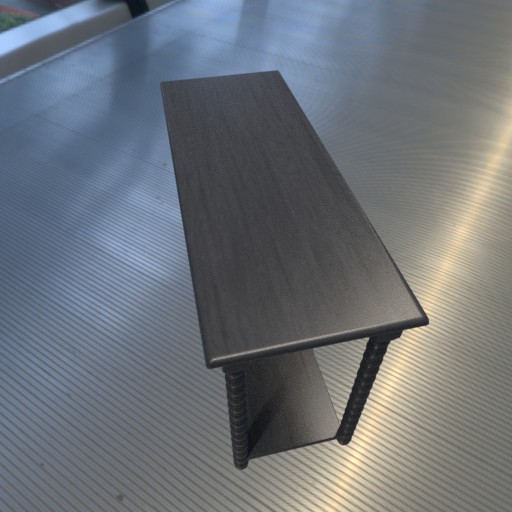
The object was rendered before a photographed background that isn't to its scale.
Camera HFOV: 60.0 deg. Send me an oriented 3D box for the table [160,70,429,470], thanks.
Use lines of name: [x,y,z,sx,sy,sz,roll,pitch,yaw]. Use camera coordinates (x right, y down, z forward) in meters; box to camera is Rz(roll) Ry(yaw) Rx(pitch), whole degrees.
table: [0.000,0.000,1.514,0.459,0.735,1.184,-9,47,-9]
